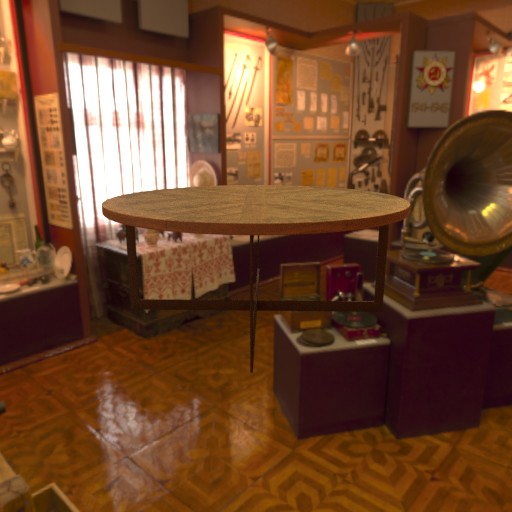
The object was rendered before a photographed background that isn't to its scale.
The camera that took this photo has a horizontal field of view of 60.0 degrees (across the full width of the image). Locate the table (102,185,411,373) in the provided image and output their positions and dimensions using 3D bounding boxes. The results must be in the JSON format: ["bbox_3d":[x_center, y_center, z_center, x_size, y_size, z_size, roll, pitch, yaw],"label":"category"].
[{"bbox_3d":[0.000,0.000,1.975,1.264,0.516,1.264,0,14,0],"label":"table"}]
